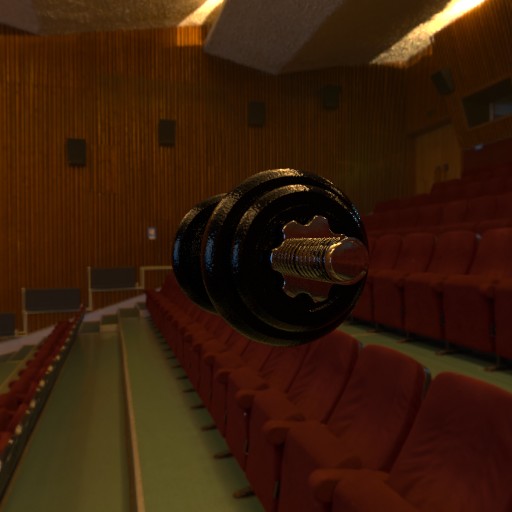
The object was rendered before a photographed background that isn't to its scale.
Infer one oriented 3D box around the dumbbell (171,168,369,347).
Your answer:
[{"bbox_3d":[0.000,0.000,0.615,0.202,0.202,0.497,0,1,-19],"label":"dumbbell"}]
